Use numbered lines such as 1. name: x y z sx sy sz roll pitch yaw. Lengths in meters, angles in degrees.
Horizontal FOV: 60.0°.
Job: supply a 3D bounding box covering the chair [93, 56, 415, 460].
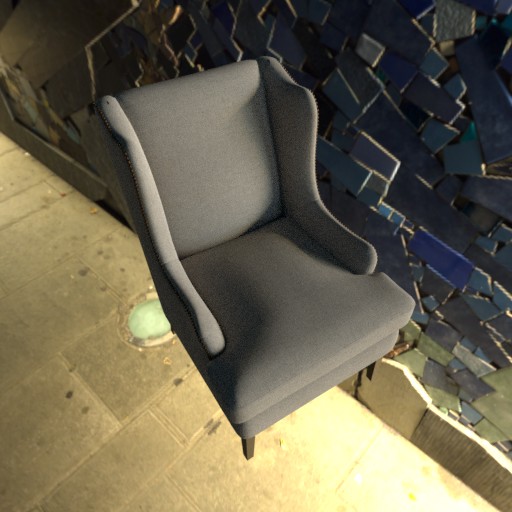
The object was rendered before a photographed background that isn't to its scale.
1. chair: 0.000 0.000 1.615 0.737 1.029 0.940 -24 51 -22
